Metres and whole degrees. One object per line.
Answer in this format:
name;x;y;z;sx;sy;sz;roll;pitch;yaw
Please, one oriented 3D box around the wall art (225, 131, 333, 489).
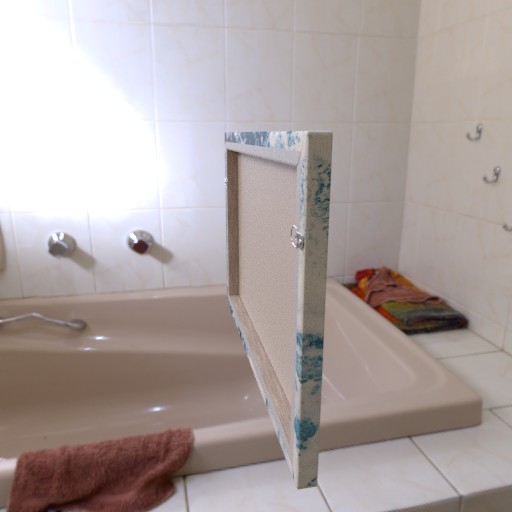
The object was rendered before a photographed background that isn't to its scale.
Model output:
wall art;0.000;0.000;1.133;0.042;0.610;0.915;-3;16;-11
